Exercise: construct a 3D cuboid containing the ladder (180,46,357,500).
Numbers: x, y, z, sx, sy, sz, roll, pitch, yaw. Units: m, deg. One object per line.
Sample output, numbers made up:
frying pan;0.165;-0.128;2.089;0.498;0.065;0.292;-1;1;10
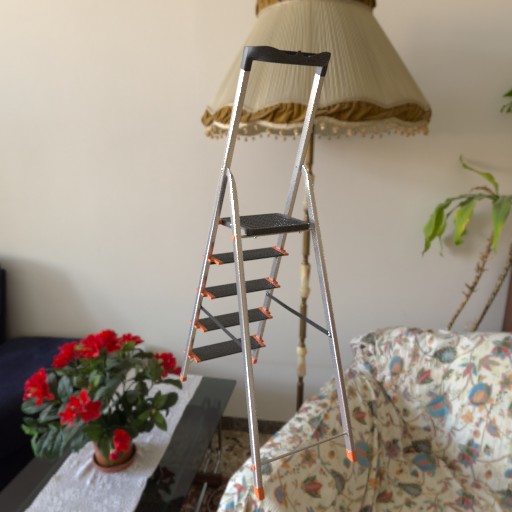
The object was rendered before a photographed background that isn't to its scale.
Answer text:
ladder;0.000;0.000;2.012;0.480;1.646;0.995;-8;17;-26
